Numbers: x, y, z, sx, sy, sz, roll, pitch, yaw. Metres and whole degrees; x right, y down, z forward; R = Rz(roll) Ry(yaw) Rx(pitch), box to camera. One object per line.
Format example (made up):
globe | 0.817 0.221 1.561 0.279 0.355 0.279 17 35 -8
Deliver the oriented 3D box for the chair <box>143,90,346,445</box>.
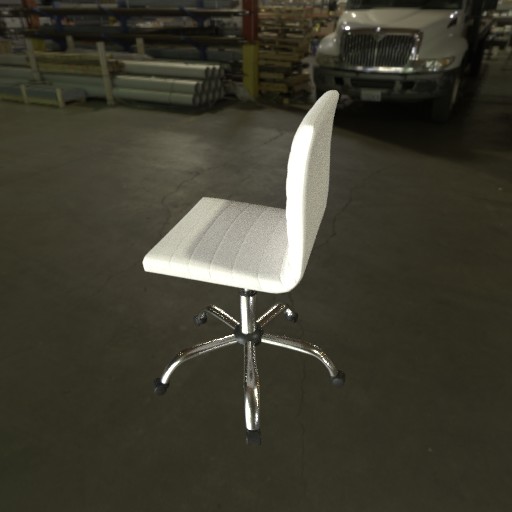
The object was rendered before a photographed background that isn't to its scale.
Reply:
chair | 0.000 0.000 1.151 0.530 0.780 0.556 7 30 13
